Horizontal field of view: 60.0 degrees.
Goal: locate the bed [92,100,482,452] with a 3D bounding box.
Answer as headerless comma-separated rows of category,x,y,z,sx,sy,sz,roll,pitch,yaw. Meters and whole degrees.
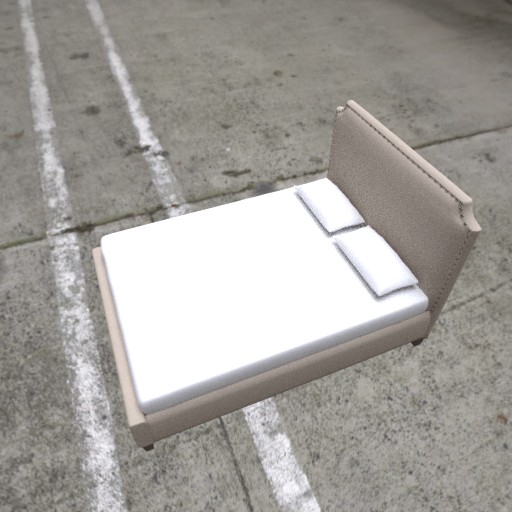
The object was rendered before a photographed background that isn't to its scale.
bed,0.000,0.000,3.380,2.372,1.443,1.713,-16,48,-15
